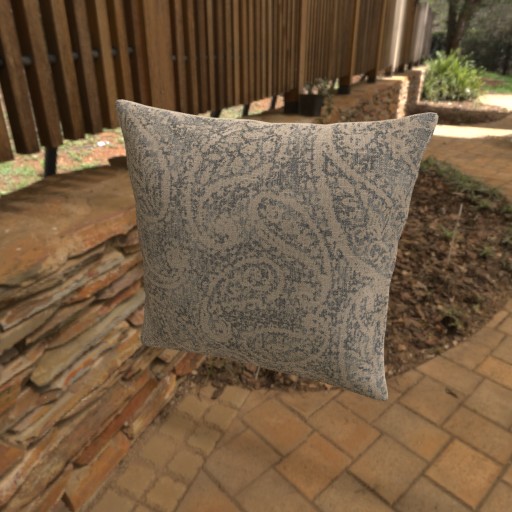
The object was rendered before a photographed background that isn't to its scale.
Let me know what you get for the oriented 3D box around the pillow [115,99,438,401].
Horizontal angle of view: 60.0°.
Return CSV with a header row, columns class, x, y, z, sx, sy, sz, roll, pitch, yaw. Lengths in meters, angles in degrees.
class,x,y,z,sx,sy,sz,roll,pitch,yaw
pillow,0.000,0.000,0.787,0.523,0.510,0.166,8,27,17
